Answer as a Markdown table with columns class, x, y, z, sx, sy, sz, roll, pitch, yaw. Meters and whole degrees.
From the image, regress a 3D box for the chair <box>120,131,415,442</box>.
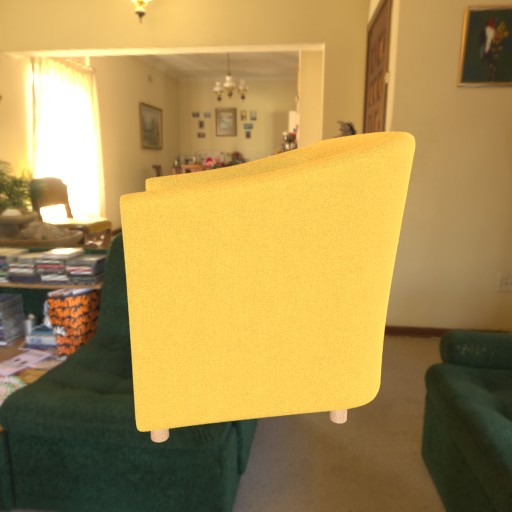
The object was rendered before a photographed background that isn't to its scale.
| class | x | y | z | sx | sy | sz | roll | pitch | yaw |
| --- | --- | --- | --- | --- | --- | --- | --- | --- | --- |
| chair | 0.000 | 0.000 | 1.352 | 0.700 | 0.720 | 0.790 | -2 | 13 | -10 |
